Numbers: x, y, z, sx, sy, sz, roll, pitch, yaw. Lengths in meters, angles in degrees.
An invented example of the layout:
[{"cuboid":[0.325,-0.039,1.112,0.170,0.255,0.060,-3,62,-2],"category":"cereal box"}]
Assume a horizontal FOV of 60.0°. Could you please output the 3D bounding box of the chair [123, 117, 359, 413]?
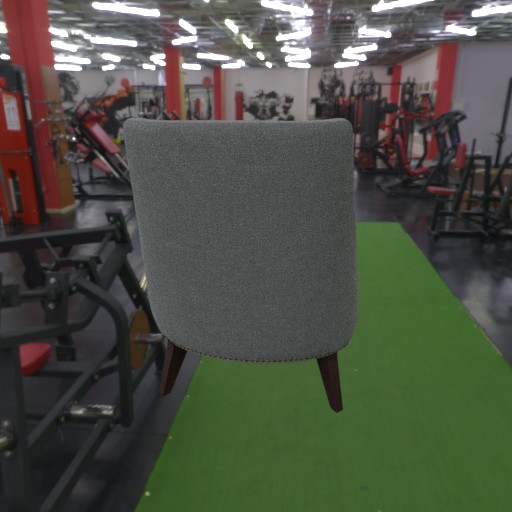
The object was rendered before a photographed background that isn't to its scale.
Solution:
[{"cuboid":[0.000,0.000,1.506,0.701,0.909,0.861,3,19,8],"category":"chair"}]
